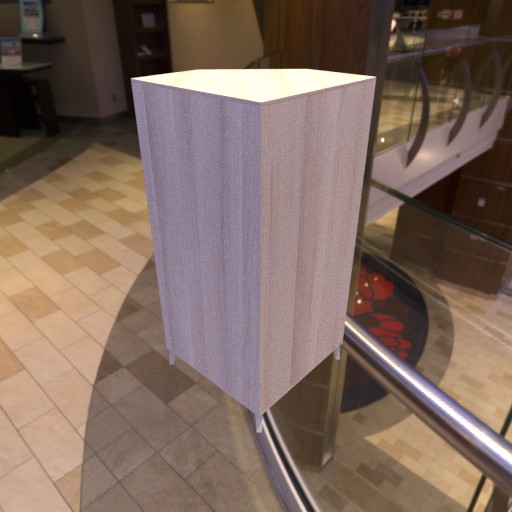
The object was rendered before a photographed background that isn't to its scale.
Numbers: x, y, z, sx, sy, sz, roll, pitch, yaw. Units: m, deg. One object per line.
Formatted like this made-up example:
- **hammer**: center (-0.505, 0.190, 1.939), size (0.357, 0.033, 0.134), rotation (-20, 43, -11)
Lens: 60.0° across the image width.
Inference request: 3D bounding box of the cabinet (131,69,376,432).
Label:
- **cabinet**: center (0.000, 0.000, 2.653), size (1.272, 1.957, 0.969), rotation (-1, 30, -2)
